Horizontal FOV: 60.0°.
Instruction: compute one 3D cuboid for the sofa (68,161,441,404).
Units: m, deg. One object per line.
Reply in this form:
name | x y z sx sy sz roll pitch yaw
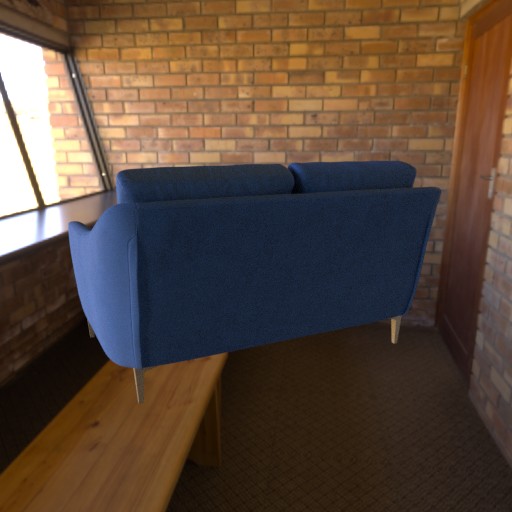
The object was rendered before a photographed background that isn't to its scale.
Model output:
sofa | 0.000 0.000 2.139 1.619 0.902 0.960 -7 16 -24
